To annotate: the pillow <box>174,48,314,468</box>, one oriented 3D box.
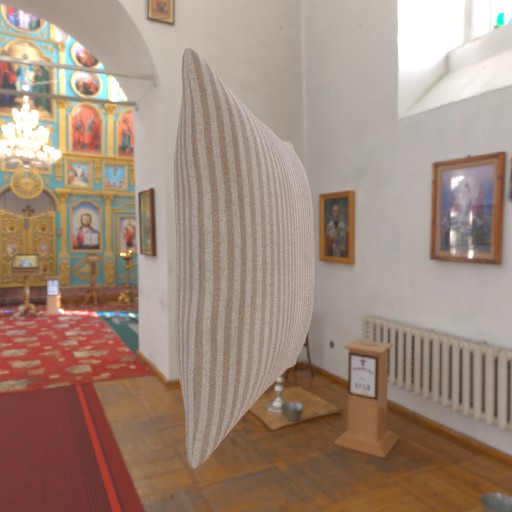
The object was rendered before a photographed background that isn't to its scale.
[{"bbox_3d":[0.000,0.000,0.772,0.166,0.510,0.523,0,1,18],"label":"pillow"}]
